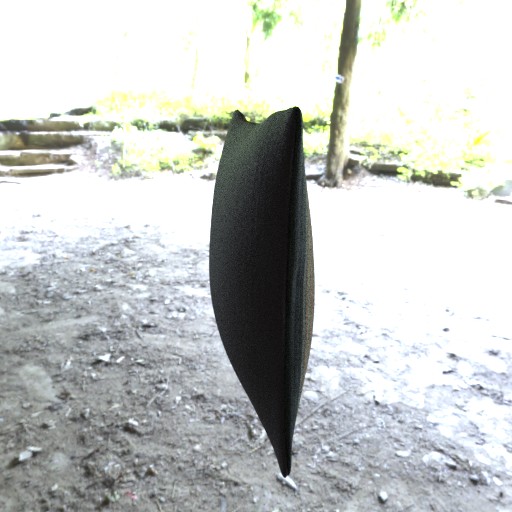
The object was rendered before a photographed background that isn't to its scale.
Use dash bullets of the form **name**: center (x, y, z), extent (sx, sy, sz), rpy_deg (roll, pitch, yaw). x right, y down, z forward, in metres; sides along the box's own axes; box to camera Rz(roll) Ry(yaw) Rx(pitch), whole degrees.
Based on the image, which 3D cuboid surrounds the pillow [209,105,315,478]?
- **pillow**: center (0.000, 0.000, 0.659), extent (0.136, 0.419, 0.437), rpy_deg (-3, 18, -9)
